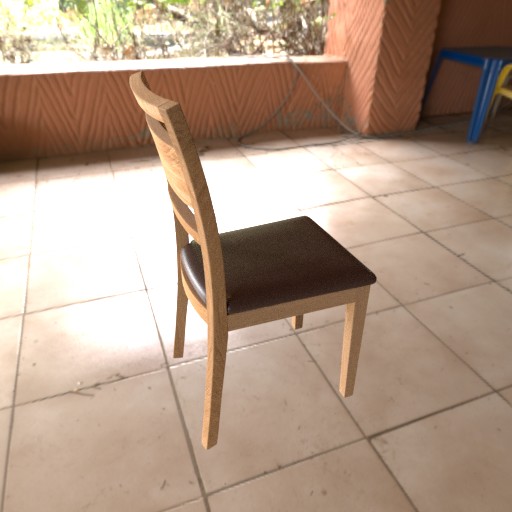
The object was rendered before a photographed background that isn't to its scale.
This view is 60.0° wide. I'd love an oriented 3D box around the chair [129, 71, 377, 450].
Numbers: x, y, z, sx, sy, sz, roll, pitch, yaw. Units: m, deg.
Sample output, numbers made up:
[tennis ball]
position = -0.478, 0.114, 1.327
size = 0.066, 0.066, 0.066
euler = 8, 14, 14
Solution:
[chair]
position = 0.000, 0.000, 1.243
size = 0.545, 0.940, 0.420
euler = -12, 33, -18
